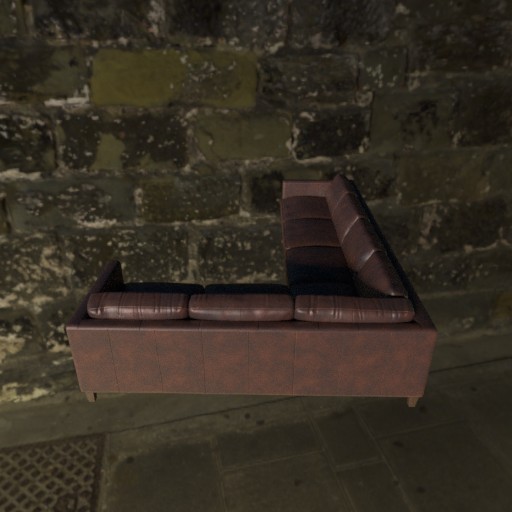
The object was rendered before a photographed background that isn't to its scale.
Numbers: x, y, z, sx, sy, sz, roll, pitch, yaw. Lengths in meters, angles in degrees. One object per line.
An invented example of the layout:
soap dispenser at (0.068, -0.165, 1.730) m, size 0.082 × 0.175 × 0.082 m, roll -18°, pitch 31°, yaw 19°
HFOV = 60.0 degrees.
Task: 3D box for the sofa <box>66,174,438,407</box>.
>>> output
sofa at (0.000, 0.000, 4.384) m, size 2.438 × 0.836 × 3.152 m, roll 1°, pitch 28°, yaw 1°
